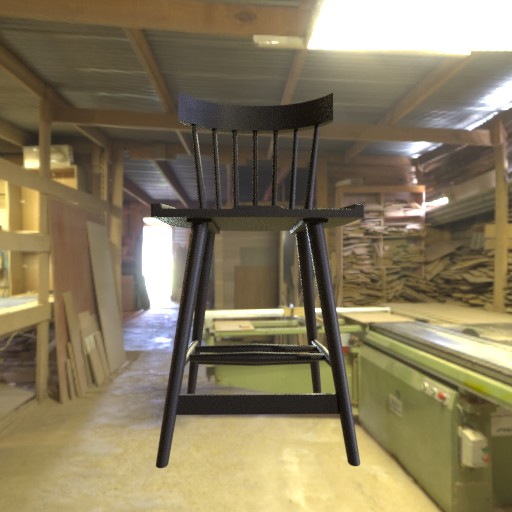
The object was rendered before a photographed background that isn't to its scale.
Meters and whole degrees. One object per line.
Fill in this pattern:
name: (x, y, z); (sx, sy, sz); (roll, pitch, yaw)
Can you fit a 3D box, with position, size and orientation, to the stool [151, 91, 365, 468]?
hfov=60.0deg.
stool: (0.000, 0.000, 1.270); (0.494, 0.953, 0.549); (0, -1, -1)
